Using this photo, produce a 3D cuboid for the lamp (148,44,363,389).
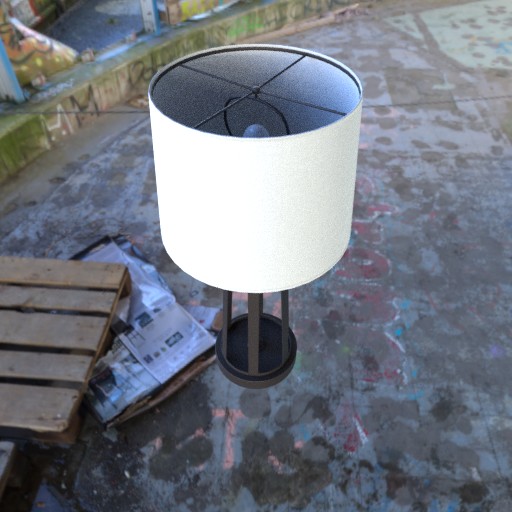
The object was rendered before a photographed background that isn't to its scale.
[{"bbox_3d":[0.000,0.000,0.640,0.251,0.509,0.251,0,45,0],"label":"lamp"}]
